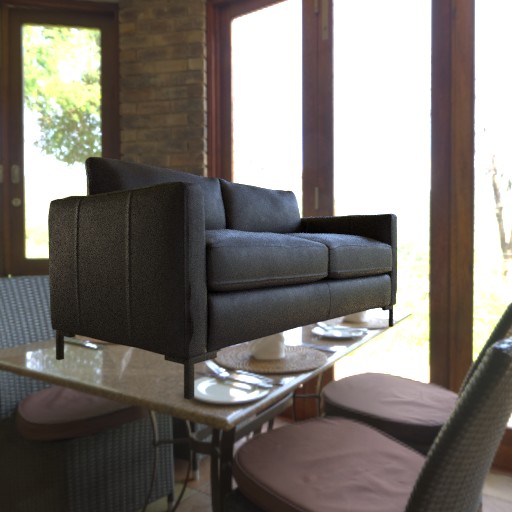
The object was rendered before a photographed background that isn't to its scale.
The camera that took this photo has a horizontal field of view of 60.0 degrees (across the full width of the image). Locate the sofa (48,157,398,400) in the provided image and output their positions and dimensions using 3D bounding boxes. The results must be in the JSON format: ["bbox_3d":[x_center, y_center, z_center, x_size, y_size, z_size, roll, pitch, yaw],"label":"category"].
[{"bbox_3d":[0.000,0.000,2.302,0.947,0.883,1.805,1,1,36],"label":"sofa"}]
